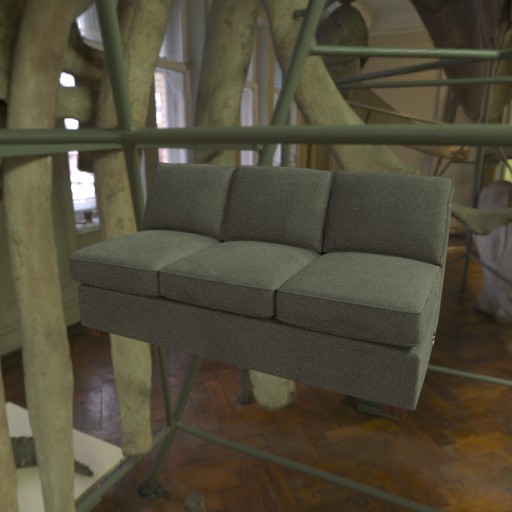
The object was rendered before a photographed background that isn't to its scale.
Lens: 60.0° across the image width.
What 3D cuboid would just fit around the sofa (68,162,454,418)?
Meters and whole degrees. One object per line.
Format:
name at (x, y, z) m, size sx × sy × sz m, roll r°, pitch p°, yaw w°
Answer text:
sofa at (0.000, 0.000, 2.533) m, size 1.962 × 0.973 × 1.027 m, roll 8°, pitch 17°, yaw 26°
